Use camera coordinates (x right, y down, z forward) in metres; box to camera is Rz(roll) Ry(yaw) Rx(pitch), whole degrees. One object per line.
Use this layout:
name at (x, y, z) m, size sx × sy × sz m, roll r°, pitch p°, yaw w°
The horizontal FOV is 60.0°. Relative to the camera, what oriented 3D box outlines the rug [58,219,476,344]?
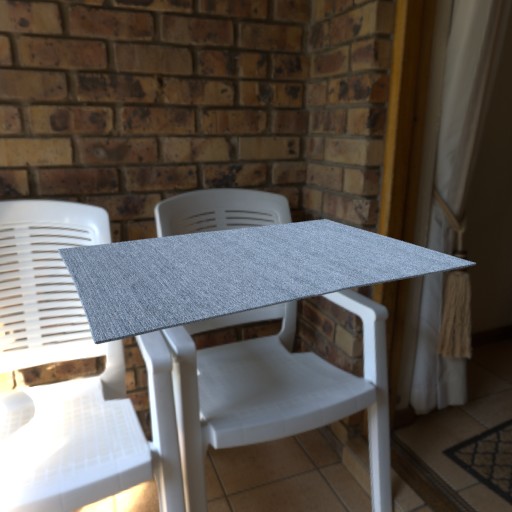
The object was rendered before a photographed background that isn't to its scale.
rug at (0.000, 0.000, 2.984) m, size 2.338 × 0.030 × 1.616 m, roll -8°, pitch 18°, yaw -26°
